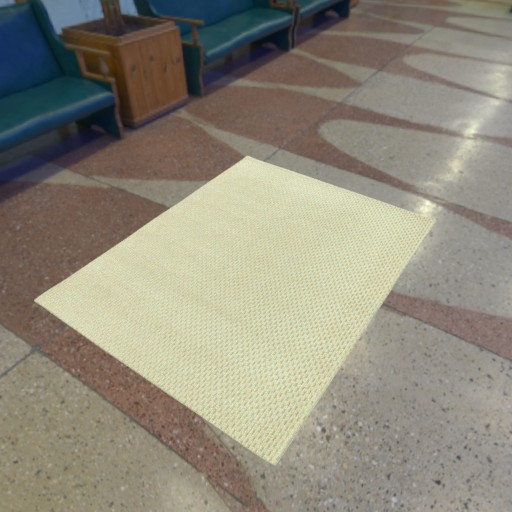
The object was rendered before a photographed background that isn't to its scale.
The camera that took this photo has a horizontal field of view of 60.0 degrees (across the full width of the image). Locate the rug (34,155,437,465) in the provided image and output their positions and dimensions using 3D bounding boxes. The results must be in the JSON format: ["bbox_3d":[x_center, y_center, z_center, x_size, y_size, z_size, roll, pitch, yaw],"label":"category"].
[{"bbox_3d":[0.000,0.000,3.904,2.277,0.035,2.897,24,46,26],"label":"rug"}]
